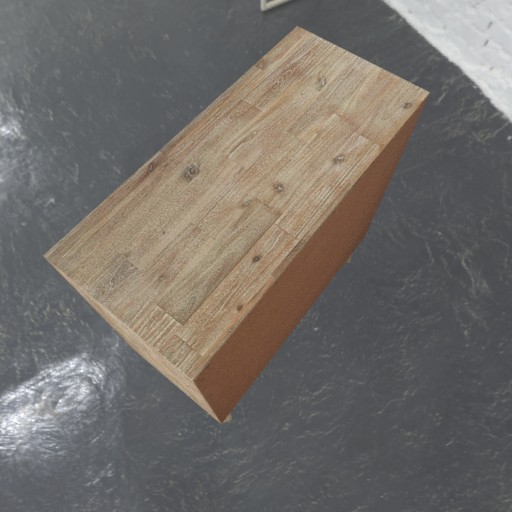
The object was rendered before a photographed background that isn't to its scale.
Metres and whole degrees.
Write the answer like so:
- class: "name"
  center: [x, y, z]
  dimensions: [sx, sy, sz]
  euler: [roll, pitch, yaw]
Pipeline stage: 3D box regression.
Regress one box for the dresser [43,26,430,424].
- class: "dresser"
  center: [0.000, 0.000, 1.583]
  dimensions: [0.455, 1.029, 0.998]
  euler: [35, 69, 16]
